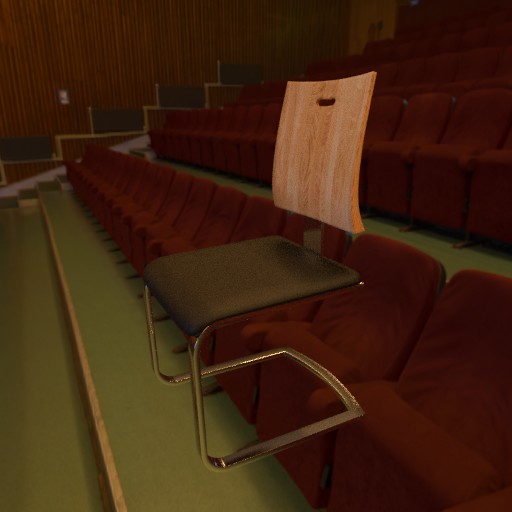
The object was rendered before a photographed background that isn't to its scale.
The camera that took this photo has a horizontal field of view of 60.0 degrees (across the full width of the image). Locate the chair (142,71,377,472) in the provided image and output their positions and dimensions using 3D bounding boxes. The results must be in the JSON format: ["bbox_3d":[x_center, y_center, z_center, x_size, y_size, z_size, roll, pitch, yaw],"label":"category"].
[{"bbox_3d":[0.000,0.000,1.229,0.560,0.936,0.462,-9,20,-26],"label":"chair"}]
